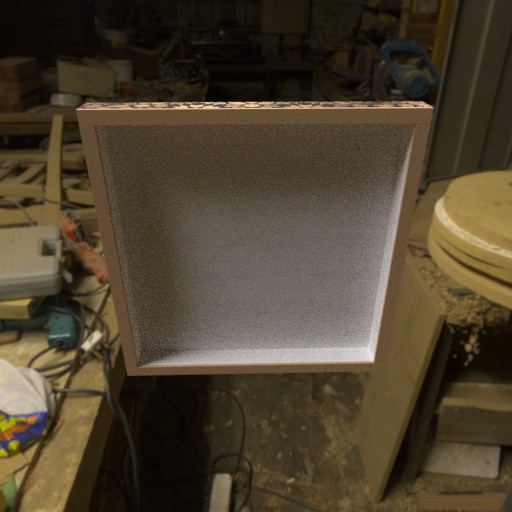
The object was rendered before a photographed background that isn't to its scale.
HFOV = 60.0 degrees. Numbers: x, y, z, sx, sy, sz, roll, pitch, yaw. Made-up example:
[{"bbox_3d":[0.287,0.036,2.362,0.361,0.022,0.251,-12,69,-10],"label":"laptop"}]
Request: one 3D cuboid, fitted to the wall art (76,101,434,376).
[{"bbox_3d":[0.000,0.000,0.617,0.405,0.405,0.038,-1,30,-1],"label":"wall art"}]
